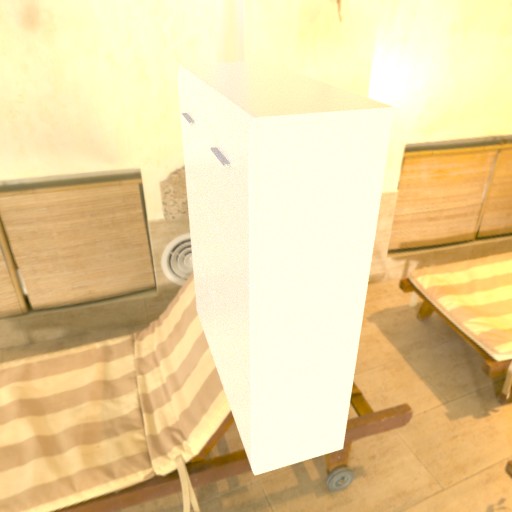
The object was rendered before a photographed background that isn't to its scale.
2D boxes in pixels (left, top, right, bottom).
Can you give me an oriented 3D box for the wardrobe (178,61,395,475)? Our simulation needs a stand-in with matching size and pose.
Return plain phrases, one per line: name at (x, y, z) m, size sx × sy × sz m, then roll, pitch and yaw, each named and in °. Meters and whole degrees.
wardrobe at (0.000, 0.000, 1.612) m, size 0.360 × 1.200 × 0.900 m, roll -9°, pitch 31°, yaw -16°
